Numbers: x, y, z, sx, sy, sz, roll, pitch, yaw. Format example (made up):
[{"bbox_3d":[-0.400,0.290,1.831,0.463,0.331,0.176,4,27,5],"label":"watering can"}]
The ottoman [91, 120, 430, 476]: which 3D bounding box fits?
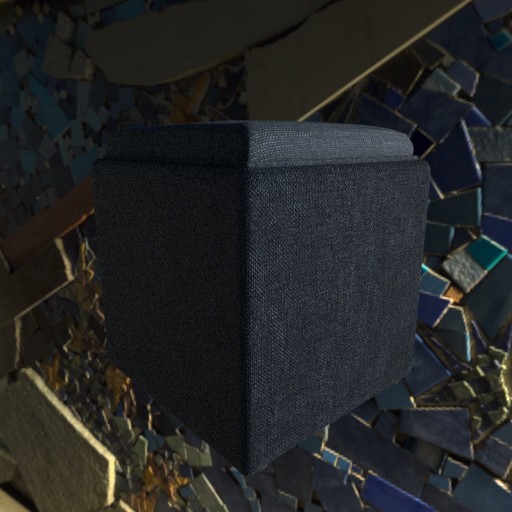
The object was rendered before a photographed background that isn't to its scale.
[{"bbox_3d":[0.000,0.000,0.846,0.436,0.493,0.454,-12,19,-40],"label":"ottoman"}]
